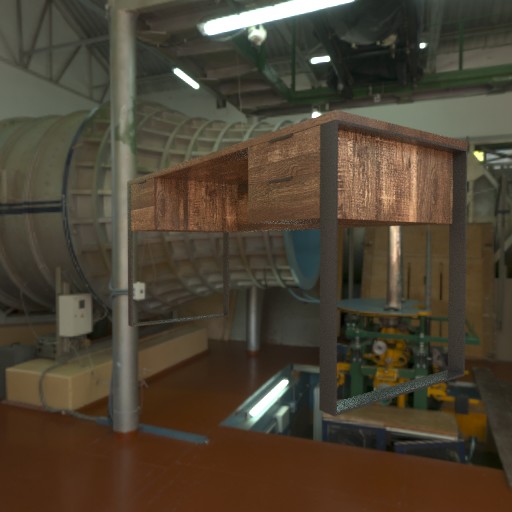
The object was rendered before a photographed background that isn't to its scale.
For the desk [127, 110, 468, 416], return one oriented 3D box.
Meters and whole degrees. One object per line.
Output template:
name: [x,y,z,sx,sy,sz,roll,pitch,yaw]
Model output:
desk: [0.000,0.000,1.893,0.599,0.762,1.524,-1,2,-35]
